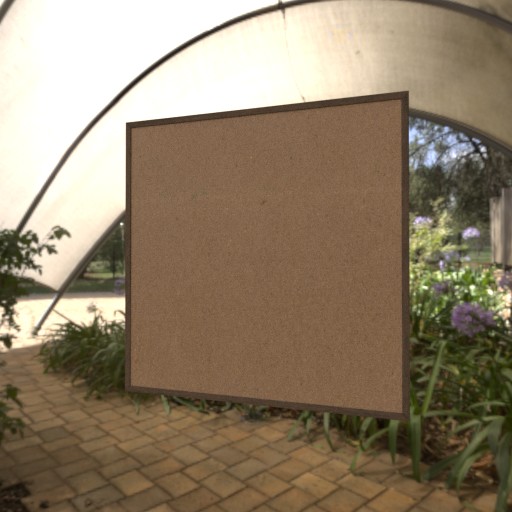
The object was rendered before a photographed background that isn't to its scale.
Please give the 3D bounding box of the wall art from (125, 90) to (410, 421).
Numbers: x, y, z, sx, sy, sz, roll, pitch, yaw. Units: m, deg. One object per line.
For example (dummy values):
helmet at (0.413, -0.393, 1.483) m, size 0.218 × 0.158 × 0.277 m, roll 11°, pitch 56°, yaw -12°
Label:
wall art at (0.000, 0.000, 0.777) m, size 0.508 × 0.508 × 0.038 m, roll 0°, pitch -1°, yaw 18°
